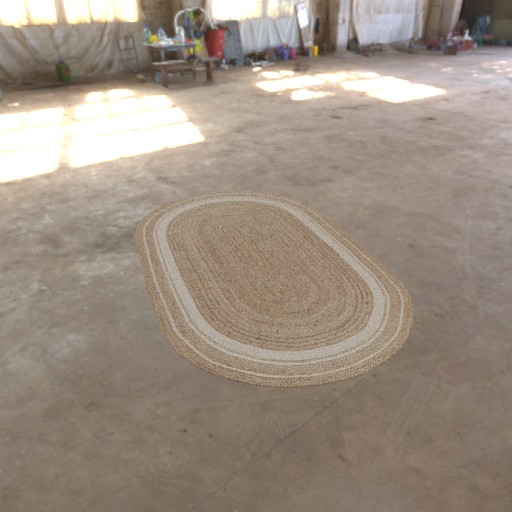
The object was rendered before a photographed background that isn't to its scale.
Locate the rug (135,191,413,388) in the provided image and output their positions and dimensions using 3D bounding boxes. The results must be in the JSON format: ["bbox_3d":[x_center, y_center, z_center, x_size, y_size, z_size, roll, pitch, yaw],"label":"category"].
[{"bbox_3d":[0.000,0.000,3.040,1.520,0.006,2.432,-10,32,-17],"label":"rug"}]
